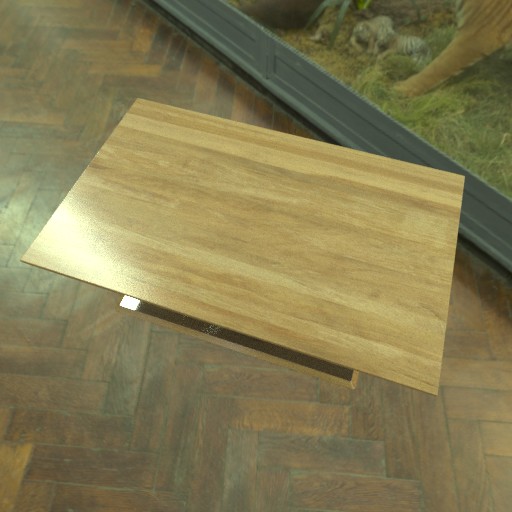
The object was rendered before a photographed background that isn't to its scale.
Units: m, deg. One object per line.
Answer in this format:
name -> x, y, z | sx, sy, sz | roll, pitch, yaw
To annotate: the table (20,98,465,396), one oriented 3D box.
table -> 0.000, 0.000, 1.450 | 1.100, 0.441, 0.692 | 16, 60, 10
